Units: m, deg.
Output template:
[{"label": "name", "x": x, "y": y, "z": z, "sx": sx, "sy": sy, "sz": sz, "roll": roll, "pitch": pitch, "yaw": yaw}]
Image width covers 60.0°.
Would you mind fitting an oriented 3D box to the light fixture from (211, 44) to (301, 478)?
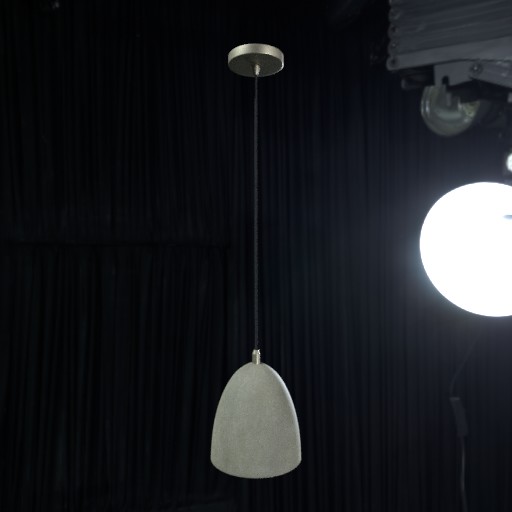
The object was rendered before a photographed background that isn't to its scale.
[{"label": "light fixture", "x": 0.000, "y": 0.000, "z": 0.843, "sx": 0.170, "sy": 0.759, "sz": 0.170, "roll": 0, "pitch": 0, "yaw": -17}]
